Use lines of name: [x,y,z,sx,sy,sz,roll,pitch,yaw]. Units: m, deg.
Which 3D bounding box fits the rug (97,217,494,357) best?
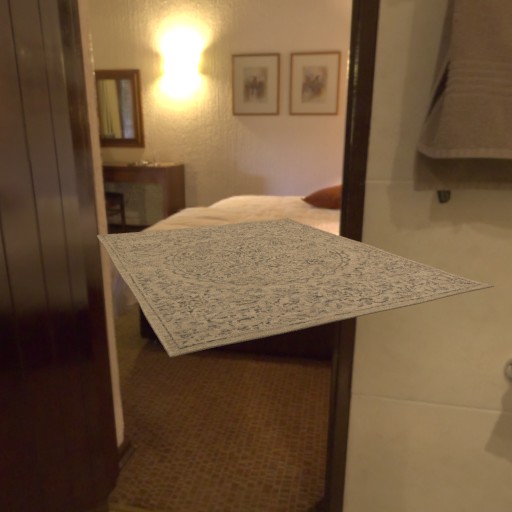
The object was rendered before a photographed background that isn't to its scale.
rug: [0.000,0.000,3.922,2.343,0.026,2.925,-7,17,-25]
